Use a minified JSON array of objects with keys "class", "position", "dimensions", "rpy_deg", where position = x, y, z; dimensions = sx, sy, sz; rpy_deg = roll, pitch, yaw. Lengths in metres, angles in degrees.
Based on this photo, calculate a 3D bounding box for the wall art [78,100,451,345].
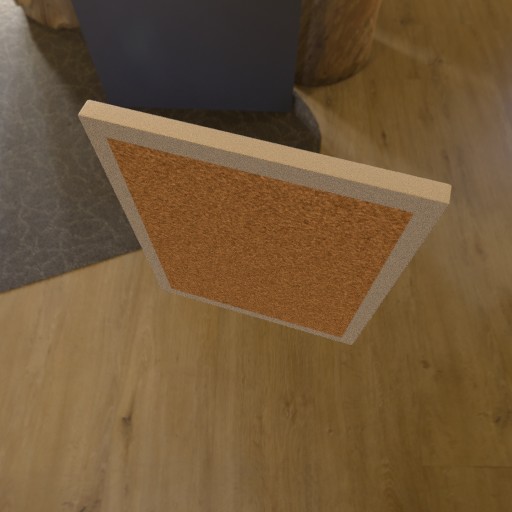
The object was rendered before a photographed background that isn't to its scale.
[{"class":"wall art","position":[0.000,0.000,0.770],"dimensions":[0.454,0.556,0.028],"rpy_deg":[15,64,8]}]
